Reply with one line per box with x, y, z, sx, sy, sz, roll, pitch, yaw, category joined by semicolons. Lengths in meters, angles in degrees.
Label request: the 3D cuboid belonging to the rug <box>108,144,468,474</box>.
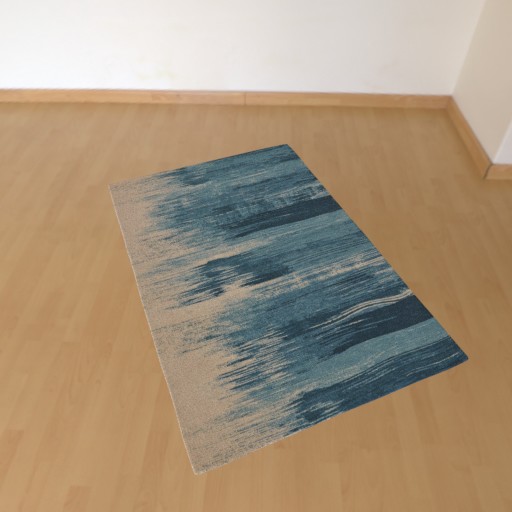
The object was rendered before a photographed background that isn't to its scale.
0.000;0.000;2.314;1.232;0.009;1.836;-17;48;-15;rug
